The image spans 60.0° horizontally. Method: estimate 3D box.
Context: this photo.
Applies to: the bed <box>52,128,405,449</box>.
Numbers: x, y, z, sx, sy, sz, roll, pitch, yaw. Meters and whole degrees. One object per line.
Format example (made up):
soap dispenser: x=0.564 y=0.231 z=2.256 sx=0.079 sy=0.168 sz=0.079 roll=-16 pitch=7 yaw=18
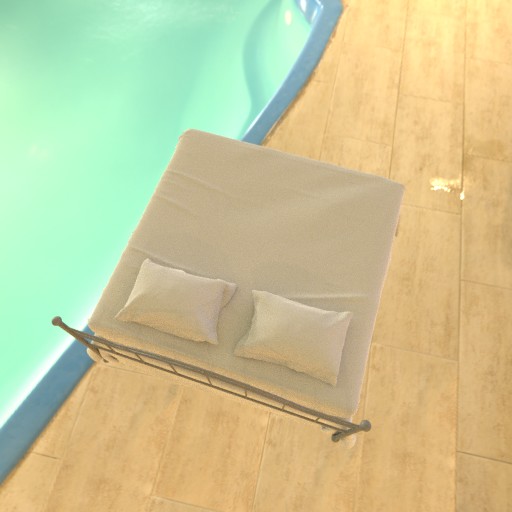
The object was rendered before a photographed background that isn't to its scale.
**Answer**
bed: x=0.000 y=0.000 z=3.550 sx=2.309 sy=1.080 sz=2.220 roll=17 pitch=65 yaw=8
